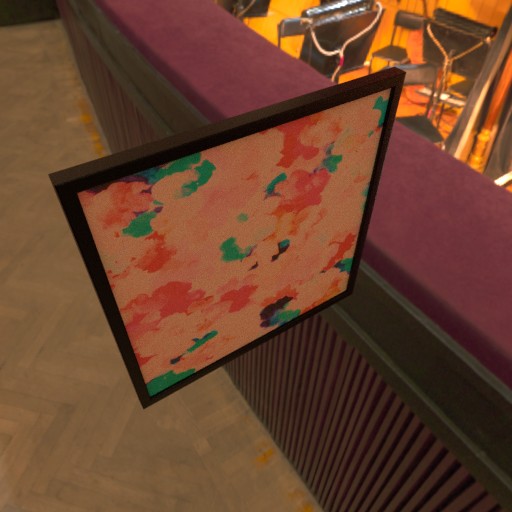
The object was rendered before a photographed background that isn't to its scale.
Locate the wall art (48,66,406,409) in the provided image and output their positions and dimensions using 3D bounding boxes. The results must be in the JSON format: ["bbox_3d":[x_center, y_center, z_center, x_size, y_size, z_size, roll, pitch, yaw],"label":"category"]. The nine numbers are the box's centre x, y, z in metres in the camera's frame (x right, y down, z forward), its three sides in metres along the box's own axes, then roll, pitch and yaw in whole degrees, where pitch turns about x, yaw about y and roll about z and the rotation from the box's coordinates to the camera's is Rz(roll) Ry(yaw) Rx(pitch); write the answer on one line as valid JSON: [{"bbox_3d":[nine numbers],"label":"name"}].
[{"bbox_3d":[0.000,0.000,1.100,0.756,0.755,0.036,-25,50,-22],"label":"wall art"}]
